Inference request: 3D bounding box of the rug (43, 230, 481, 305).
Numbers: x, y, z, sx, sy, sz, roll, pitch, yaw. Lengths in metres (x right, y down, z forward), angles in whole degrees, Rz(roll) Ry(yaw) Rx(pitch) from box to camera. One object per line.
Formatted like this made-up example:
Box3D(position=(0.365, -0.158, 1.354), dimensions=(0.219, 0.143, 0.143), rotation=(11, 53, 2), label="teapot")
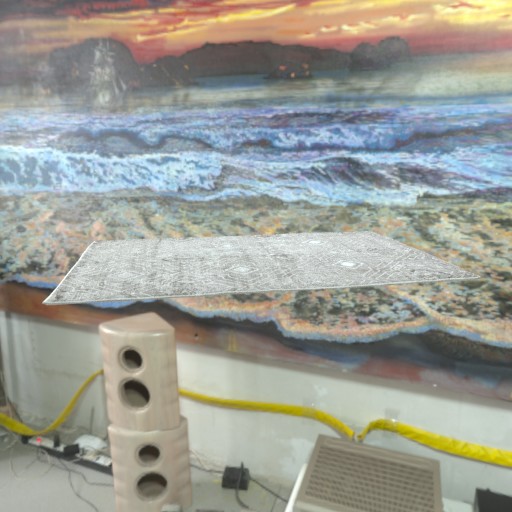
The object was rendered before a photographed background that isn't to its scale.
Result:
Box3D(position=(0.000, 0.000, 3.156), dimensions=(2.447, 0.036, 1.537), rotation=(-3, 14, -10), label="rug")
